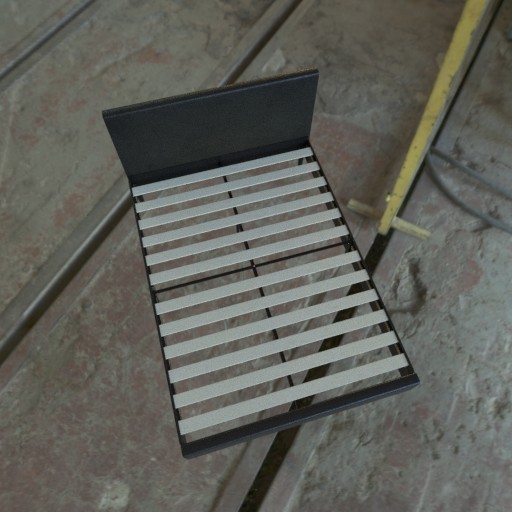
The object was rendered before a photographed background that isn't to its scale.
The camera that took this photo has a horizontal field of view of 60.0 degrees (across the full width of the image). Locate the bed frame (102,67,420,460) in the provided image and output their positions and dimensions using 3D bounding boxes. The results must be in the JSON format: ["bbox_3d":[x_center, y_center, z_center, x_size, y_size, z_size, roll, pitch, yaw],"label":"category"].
[{"bbox_3d":[0.000,0.000,3.249,1.634,1.127,2.318,-14,63,-8],"label":"bed frame"}]
